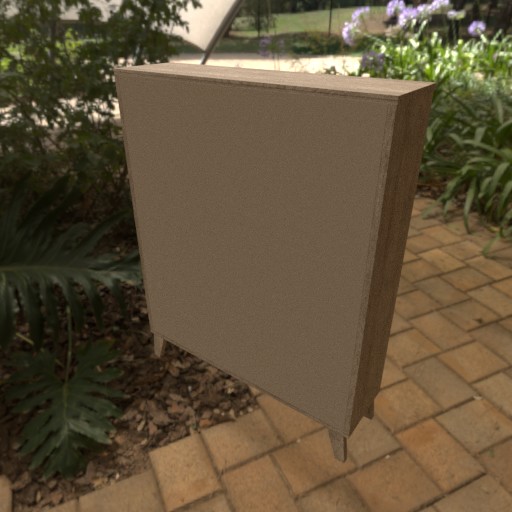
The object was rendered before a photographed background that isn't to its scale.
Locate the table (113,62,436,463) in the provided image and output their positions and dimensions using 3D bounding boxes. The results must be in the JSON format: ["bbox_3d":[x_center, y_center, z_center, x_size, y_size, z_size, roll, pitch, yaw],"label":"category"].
[{"bbox_3d":[0.000,0.000,1.490,0.902,1.135,0.256,19,34,31],"label":"table"}]
